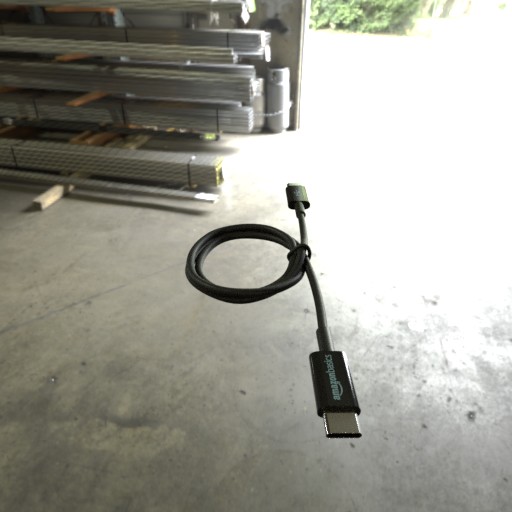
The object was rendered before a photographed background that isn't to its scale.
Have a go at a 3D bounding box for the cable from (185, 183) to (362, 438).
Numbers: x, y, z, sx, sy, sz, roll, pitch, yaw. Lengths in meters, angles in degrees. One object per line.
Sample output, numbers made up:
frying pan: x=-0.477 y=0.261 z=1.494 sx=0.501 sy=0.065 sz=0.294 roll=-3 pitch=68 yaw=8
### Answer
cable: x=0.000 y=0.000 z=0.222 sx=0.070 sy=0.014 sz=0.203 roll=0 pitch=31 yaw=0
